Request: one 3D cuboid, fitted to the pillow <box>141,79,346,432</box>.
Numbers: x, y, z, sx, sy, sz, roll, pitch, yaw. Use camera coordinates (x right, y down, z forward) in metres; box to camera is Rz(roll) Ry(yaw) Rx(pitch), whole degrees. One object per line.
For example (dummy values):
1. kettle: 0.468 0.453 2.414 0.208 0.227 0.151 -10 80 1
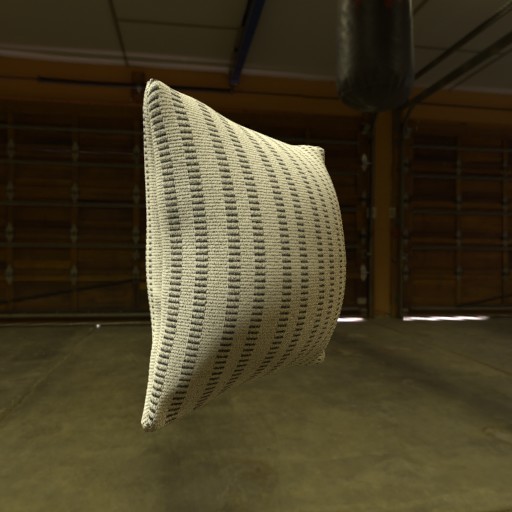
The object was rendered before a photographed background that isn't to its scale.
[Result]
1. pillow: 0.000 0.000 0.694 0.247 0.419 0.438 0 0 36
